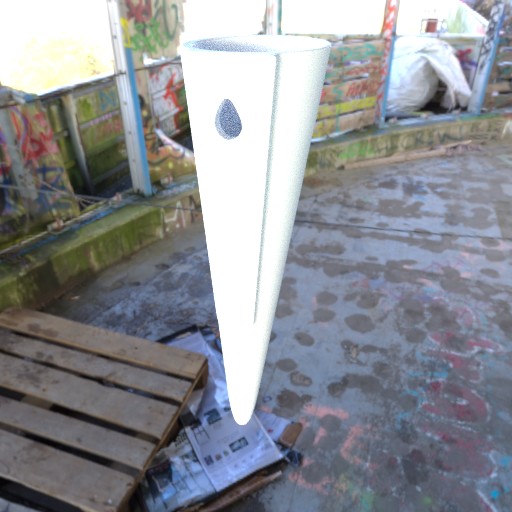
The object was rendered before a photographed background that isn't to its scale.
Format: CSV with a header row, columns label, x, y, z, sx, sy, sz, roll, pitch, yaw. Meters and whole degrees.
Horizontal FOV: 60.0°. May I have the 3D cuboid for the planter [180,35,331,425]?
label,x,y,z,sx,sy,sz,roll,pitch,yaw
planter,0.000,0.000,0.222,0.057,0.193,0.064,10,33,15
